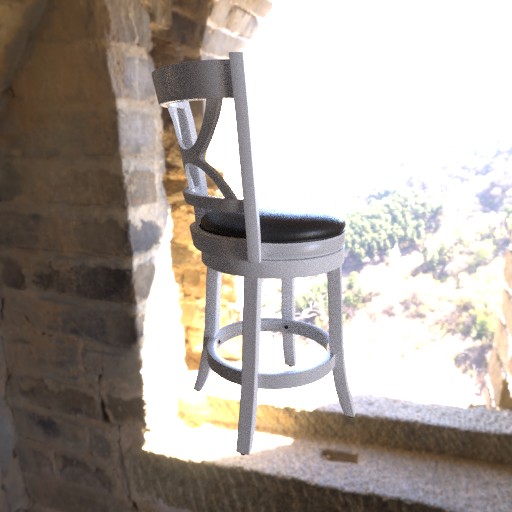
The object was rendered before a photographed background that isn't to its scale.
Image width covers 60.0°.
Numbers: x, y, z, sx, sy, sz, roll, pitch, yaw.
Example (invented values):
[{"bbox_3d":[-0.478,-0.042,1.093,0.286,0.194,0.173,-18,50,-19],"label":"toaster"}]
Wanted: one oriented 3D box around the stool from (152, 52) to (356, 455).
[{"bbox_3d":[0.000,0.000,1.229,0.508,0.953,0.444,-8,17,-26],"label":"stool"}]
